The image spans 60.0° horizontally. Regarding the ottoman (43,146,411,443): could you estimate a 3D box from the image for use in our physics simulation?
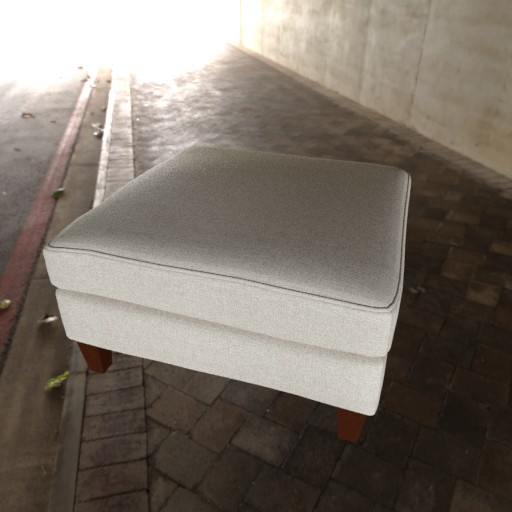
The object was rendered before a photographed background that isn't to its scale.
[{"bbox_3d":[0.000,0.000,1.361,0.838,0.478,0.838,10,32,16],"label":"ottoman"}]
